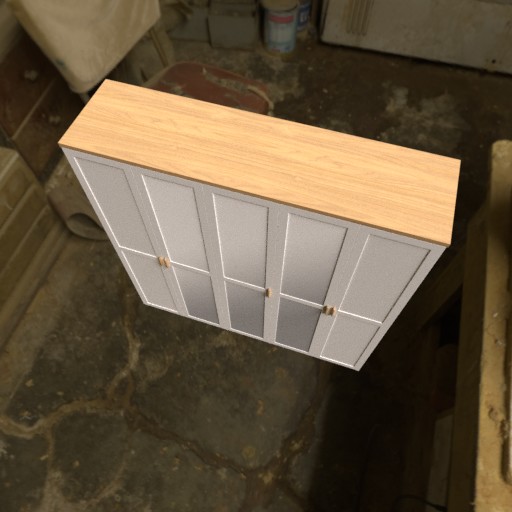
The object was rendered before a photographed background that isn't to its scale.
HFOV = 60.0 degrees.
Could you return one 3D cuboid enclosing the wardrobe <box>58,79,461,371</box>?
[{"bbox_3d":[0.000,0.000,3.425,2.160,2.260,0.590,16,61,9],"label":"wardrobe"}]
